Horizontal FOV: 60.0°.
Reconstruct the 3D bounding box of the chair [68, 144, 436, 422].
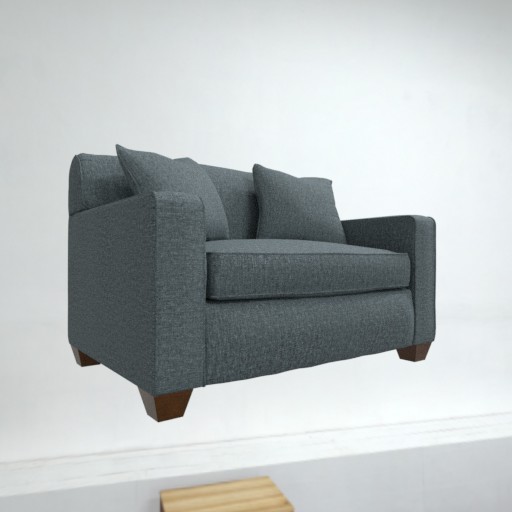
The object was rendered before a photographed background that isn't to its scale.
[{"bbox_3d":[0.000,0.000,1.986,1.383,0.948,1.000,0,0,-36],"label":"chair"}]
